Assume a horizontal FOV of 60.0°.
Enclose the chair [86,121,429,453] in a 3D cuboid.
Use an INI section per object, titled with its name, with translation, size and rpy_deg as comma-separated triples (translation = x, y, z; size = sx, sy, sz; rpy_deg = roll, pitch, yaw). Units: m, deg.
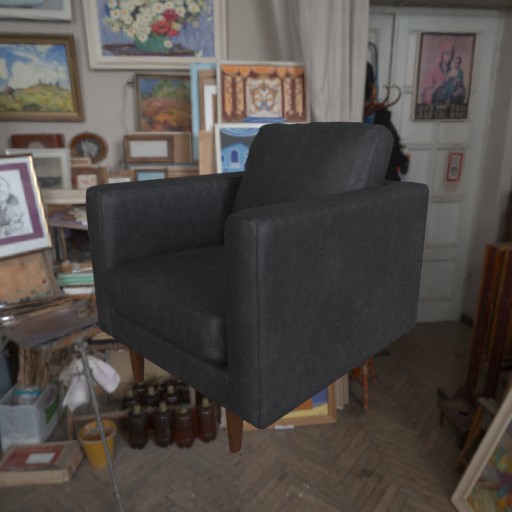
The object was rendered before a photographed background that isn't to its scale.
[chair]
translation = 0.000, 0.000, 1.537
size = 0.831, 0.898, 0.879
rpy_deg = 15, 21, 42
